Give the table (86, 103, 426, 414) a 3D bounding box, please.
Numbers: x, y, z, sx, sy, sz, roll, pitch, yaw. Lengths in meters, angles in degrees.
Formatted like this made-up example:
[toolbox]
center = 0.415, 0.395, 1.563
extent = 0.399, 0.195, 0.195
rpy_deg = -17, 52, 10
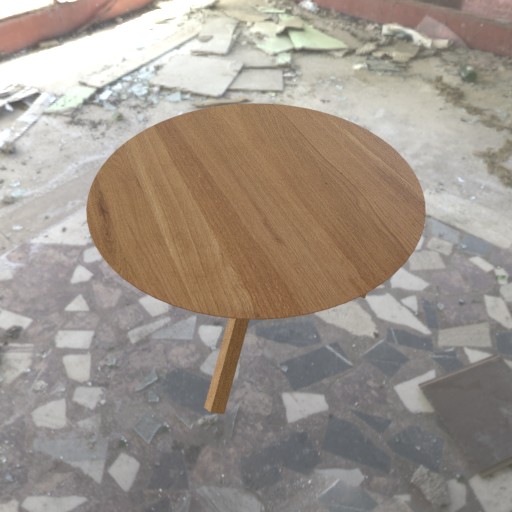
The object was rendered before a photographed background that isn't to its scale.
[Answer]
[table]
center = 0.000, 0.000, 1.642
extent = 1.038, 0.666, 1.038
rpy_deg = 0, 47, 0
